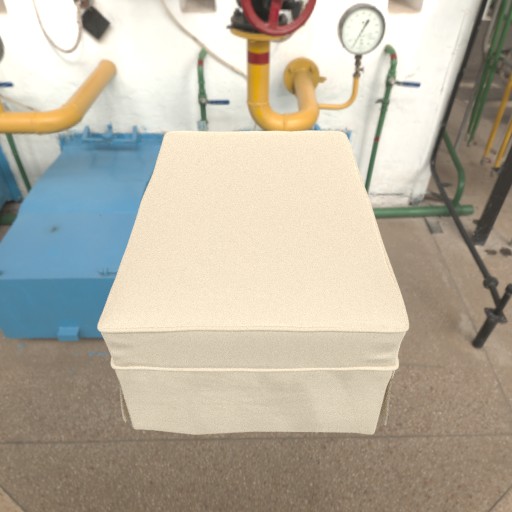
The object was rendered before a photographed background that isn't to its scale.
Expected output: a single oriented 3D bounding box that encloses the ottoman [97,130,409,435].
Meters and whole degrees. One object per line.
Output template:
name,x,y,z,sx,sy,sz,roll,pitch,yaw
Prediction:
ottoman,0.000,0.000,1.360,0.703,0.479,0.944,0,41,0
